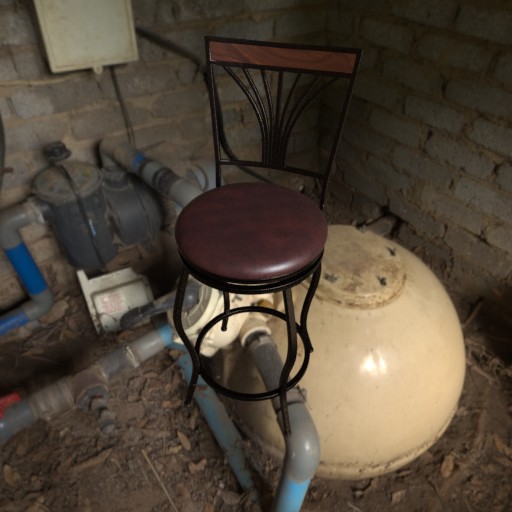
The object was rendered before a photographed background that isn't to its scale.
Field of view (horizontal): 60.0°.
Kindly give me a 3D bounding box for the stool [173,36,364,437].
[{"bbox_3d":[0.000,0.000,1.362,0.433,1.117,0.514,11,41,13],"label":"stool"}]
